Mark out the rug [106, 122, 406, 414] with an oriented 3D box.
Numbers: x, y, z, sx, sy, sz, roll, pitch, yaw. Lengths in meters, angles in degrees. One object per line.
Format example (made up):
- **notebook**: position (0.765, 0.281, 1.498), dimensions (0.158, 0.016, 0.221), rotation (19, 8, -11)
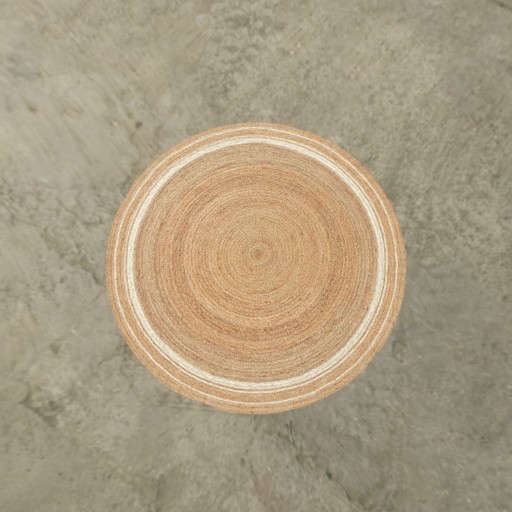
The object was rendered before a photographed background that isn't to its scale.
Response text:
- **rug**: position (0.000, 0.000, 3.626), dimensions (2.444, 0.015, 2.444), rotation (0, 76, 0)
